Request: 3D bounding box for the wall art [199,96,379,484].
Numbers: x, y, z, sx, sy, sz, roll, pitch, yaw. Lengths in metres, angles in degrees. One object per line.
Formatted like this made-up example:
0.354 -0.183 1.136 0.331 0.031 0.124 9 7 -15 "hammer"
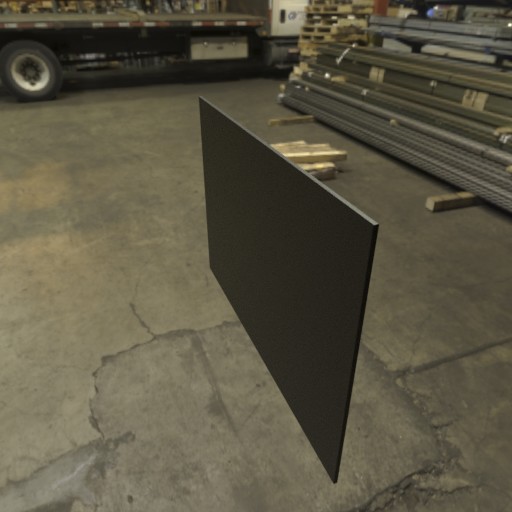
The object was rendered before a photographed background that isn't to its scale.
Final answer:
0.000 0.000 1.496 0.013 0.811 1.192 -12 33 -19 "wall art"
